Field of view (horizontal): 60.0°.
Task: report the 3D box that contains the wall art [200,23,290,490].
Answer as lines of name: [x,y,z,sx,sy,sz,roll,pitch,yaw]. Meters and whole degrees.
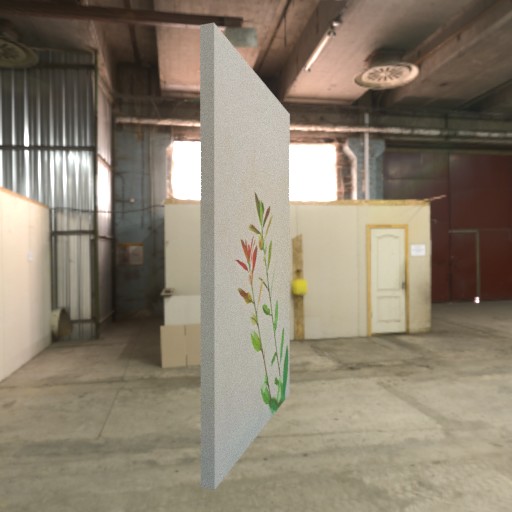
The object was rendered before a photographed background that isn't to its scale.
wall art: [0.000,0.000,1.452,0.038,1.143,0.764,0,1,18]
